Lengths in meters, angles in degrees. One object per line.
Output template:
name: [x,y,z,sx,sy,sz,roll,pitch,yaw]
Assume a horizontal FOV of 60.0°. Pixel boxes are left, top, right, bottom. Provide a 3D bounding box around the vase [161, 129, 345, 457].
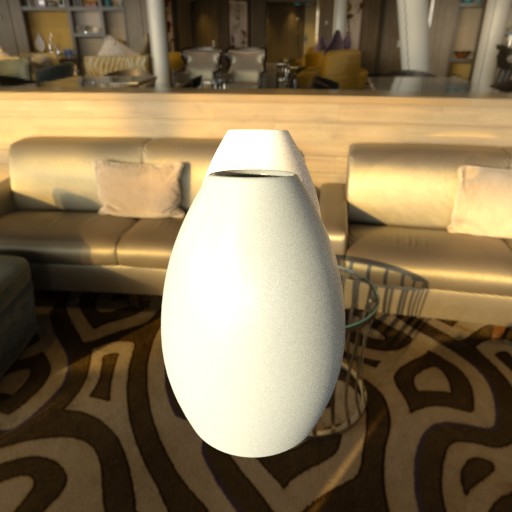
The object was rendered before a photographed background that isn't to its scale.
vase: [0.000,0.000,0.256,0.089,0.131,0.187,1,26,1]
